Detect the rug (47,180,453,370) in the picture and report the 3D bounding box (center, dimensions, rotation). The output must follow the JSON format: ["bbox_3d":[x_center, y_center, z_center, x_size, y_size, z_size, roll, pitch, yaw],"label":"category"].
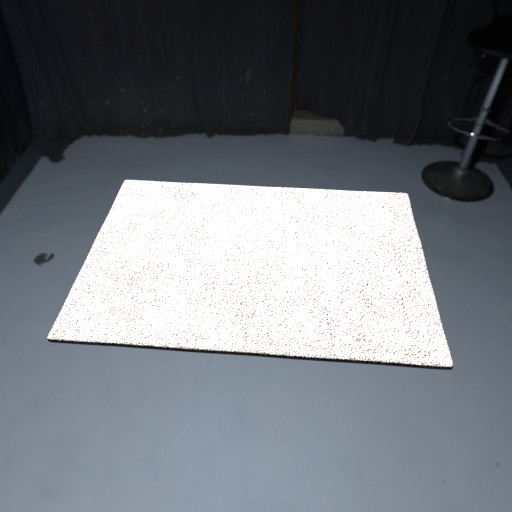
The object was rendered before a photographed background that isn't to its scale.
[{"bbox_3d":[0.000,0.000,2.354,1.778,0.030,1.219,3,45,3],"label":"rug"}]
